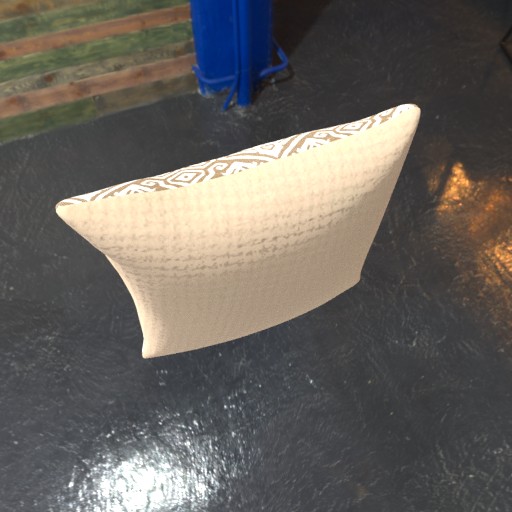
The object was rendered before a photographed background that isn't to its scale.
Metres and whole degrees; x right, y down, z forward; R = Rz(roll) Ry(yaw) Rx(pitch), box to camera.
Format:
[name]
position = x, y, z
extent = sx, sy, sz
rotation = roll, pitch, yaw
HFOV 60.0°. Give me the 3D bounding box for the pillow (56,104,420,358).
[pillow]
position = 0.000, 0.000, 0.636
extent = 0.419, 0.407, 0.173
rotation = -18, 59, -11
